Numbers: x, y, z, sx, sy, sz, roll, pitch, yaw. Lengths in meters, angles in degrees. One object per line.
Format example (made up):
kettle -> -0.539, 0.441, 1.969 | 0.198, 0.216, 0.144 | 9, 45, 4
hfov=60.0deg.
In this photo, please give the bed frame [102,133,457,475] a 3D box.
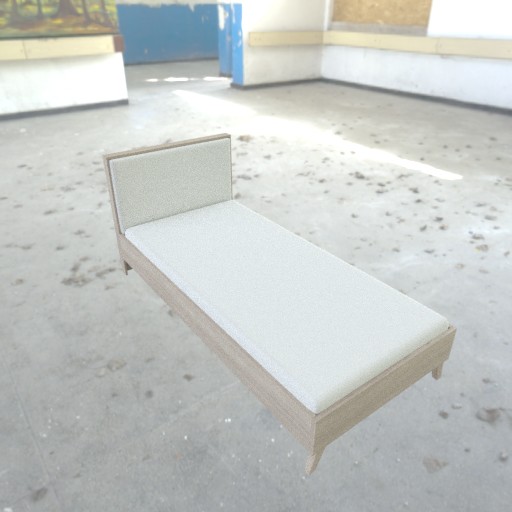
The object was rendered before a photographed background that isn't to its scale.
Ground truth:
bed frame -> 0.000, 0.000, 2.718 | 0.990, 0.920, 2.140 | -20, 35, -31
